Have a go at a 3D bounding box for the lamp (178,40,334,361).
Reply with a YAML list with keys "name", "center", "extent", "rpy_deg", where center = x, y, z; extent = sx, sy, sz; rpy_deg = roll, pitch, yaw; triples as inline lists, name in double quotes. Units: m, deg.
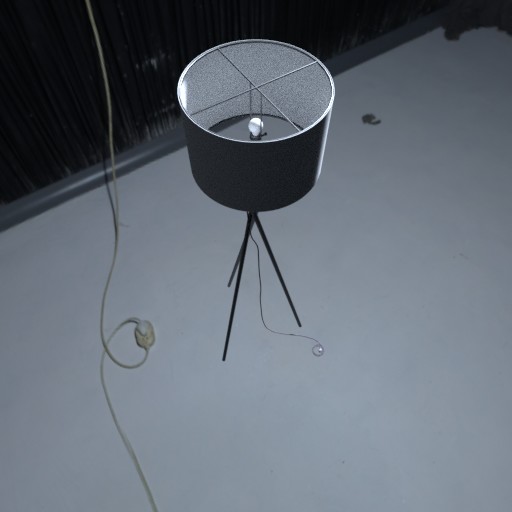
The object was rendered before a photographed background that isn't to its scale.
- name: "lamp"
  center: [0.000, 0.000, 1.884]
  extent: [0.522, 1.624, 0.667]
  rpy_deg: [-29, 63, -16]
